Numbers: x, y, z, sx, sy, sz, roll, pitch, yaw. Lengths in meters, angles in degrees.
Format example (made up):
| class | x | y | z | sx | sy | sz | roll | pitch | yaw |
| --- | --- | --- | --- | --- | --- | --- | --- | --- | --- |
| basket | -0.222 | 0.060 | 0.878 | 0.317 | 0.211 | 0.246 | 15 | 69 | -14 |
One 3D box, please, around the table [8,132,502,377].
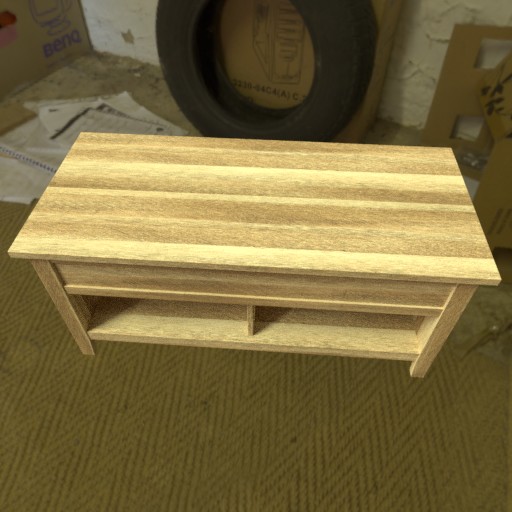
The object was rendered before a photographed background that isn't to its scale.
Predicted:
| class | x | y | z | sx | sy | sz | roll | pitch | yaw |
| --- | --- | --- | --- | --- | --- | --- | --- | --- | --- |
| table | 0.000 | 0.000 | 1.321 | 1.095 | 0.480 | 0.493 | 3 | 48 | 3 |
